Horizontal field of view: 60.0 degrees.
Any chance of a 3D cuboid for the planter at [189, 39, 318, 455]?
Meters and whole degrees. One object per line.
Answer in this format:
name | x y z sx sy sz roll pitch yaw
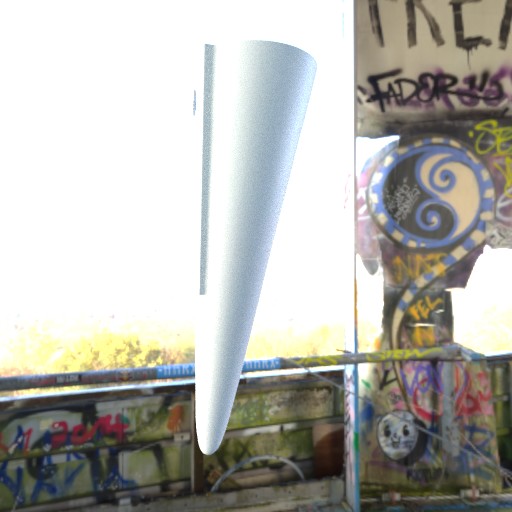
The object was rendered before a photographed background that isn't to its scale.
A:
planter | 0.000 0.000 0.226 0.064 0.193 0.057 0 -1 -19
